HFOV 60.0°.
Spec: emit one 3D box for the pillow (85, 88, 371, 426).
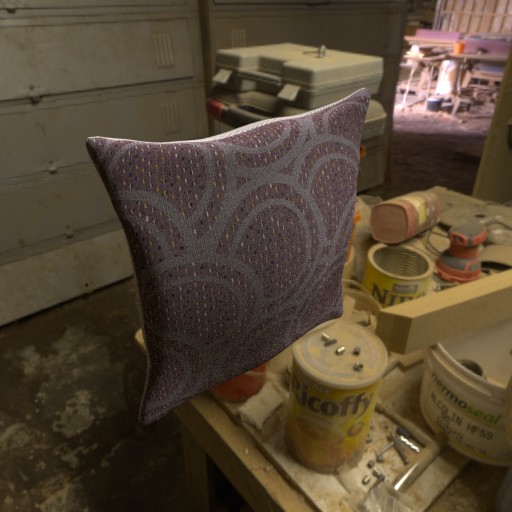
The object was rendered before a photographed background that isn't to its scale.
[{"bbox_3d":[0.000,0.000,0.788,0.514,0.513,0.163,-22,37,-32],"label":"pillow"}]
